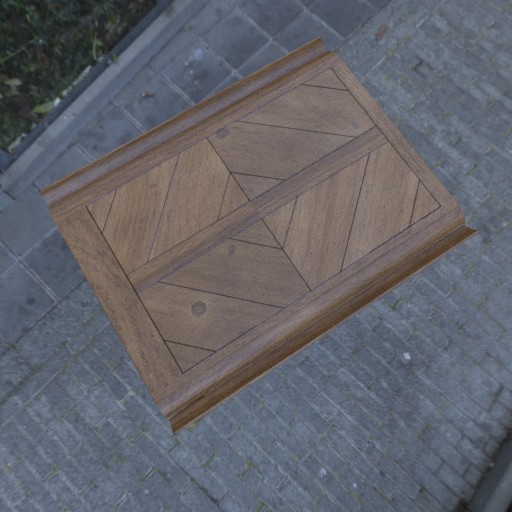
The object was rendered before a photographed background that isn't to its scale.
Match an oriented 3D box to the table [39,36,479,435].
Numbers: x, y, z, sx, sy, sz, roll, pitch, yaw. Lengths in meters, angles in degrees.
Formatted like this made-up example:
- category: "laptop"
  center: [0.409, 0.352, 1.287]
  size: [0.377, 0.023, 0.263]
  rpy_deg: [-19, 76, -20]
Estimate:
- category: "table"
  center: [0.000, 0.000, 1.313]
  size: [0.746, 0.763, 0.591]
  rpy_deg: [-32, 77, -8]
